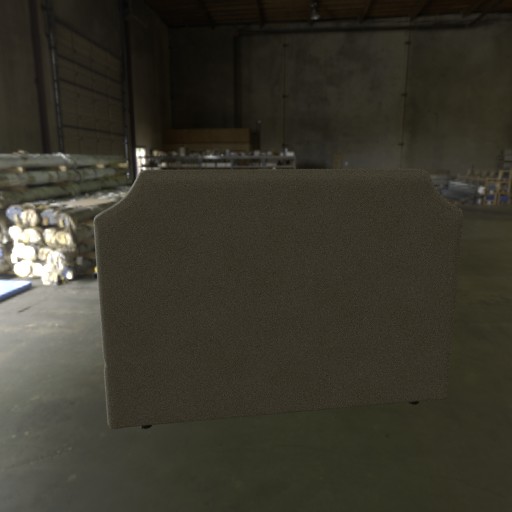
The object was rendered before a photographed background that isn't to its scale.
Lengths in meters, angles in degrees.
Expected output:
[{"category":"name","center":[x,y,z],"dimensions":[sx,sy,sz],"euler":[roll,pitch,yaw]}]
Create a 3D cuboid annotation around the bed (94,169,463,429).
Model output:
[{"category":"bed","center":[0.000,0.000,3.238],"dimensions":[1.831,1.297,2.181],"euler":[-2,13,-9]}]
